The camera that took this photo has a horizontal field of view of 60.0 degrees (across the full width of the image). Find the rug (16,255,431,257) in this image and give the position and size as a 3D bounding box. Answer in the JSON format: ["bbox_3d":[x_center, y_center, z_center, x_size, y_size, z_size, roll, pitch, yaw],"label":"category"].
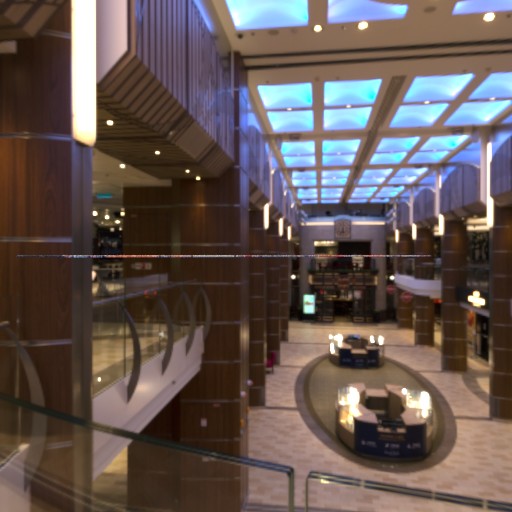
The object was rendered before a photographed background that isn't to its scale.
[{"bbox_3d":[0.000,0.000,2.582,2.362,0.008,0.832,0,0,-38],"label":"rug"}]
